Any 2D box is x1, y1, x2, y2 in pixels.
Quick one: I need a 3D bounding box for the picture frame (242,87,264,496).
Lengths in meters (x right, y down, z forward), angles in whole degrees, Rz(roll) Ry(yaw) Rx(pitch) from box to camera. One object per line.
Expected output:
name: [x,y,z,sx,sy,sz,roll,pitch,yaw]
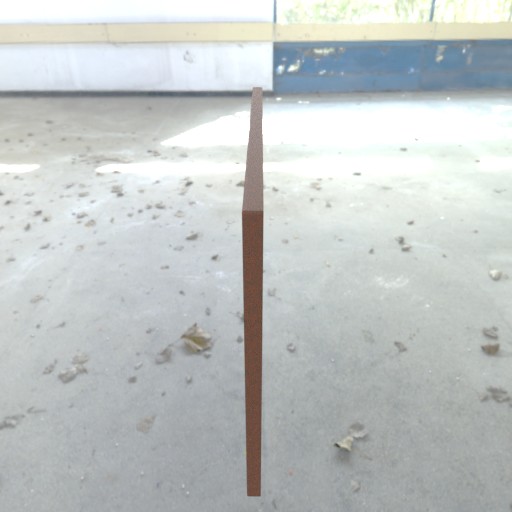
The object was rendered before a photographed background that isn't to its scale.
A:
picture frame: [0.000,0.000,1.740,0.045,1.018,1.329,0,31,1]
